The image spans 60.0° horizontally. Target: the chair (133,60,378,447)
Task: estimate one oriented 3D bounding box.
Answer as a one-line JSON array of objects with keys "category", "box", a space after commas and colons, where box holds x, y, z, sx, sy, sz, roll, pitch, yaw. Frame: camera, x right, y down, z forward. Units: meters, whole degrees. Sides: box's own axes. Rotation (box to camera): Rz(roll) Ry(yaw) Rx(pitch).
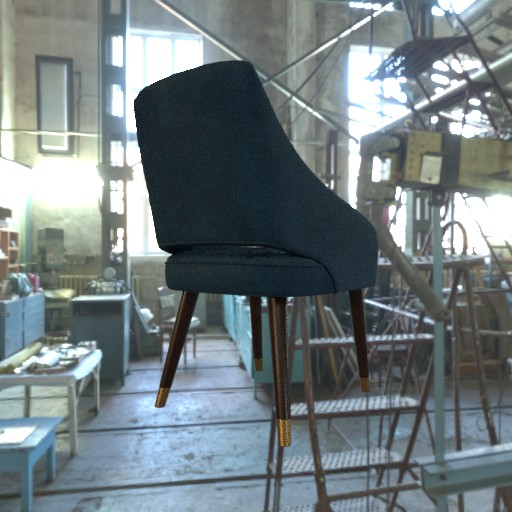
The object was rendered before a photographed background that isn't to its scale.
[{"category": "chair", "box": [0.000, 0.000, 1.609, 0.683, 1.081, 0.794, 0, 1, 36]}]
